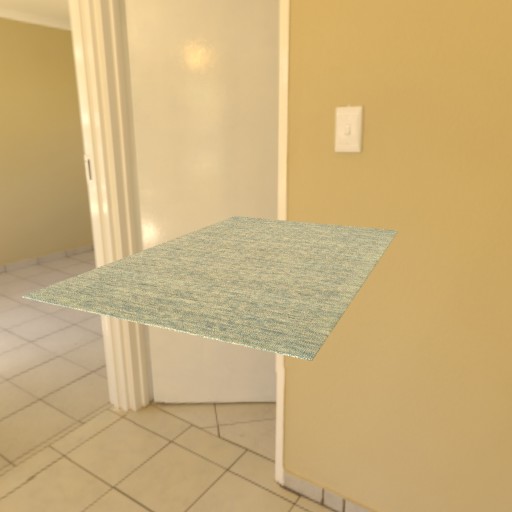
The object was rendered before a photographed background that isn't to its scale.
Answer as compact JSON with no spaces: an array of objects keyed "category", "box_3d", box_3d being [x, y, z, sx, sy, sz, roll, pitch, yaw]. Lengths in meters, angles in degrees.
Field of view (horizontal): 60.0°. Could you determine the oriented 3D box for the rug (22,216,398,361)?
[{"category":"rug","box_3d":[0.000,0.000,2.212,1.142,0.006,1.752,7,18,24]}]
